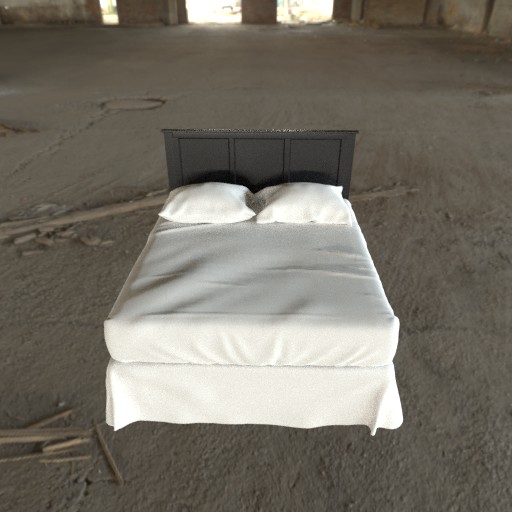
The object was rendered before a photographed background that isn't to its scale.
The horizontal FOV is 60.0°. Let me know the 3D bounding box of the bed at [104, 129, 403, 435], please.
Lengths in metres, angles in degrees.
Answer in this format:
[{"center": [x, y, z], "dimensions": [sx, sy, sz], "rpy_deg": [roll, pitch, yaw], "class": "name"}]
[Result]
[{"center": [0.000, 0.000, 3.165], "dimensions": [1.870, 1.270, 2.050], "rpy_deg": [1, 30, 1], "class": "bed"}]
